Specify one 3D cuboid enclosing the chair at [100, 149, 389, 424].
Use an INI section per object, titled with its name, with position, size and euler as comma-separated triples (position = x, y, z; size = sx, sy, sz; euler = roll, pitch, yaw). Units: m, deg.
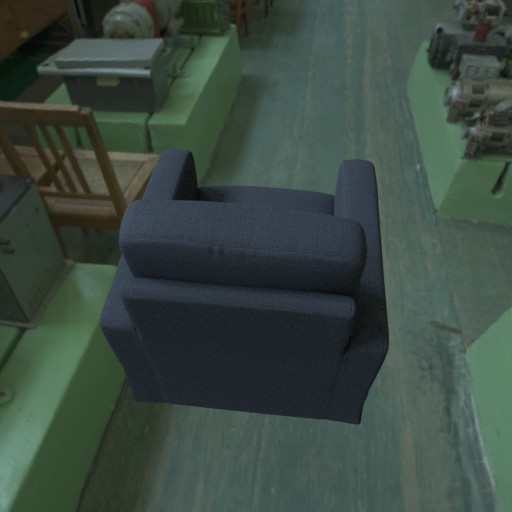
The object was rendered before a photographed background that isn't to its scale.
[chair]
position = 0.000, 0.000, 1.492
size = 0.798, 0.855, 0.863
euler = 4, 46, 4
